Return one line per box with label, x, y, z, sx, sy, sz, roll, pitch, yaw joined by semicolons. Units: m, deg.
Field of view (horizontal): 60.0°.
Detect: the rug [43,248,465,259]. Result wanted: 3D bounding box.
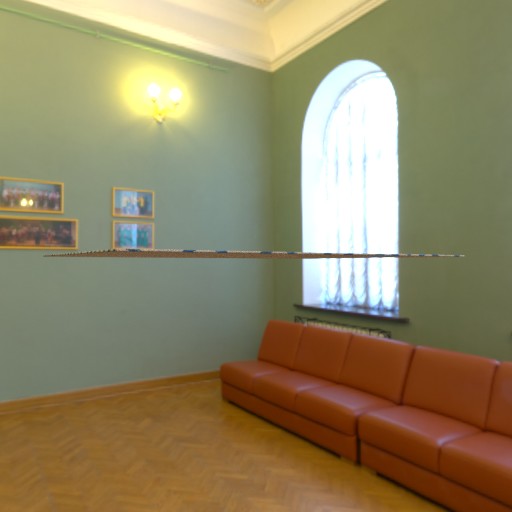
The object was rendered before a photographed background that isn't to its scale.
rug;0.000;0.000;2.308;1.830;0.008;1.225;1;-1;-35
